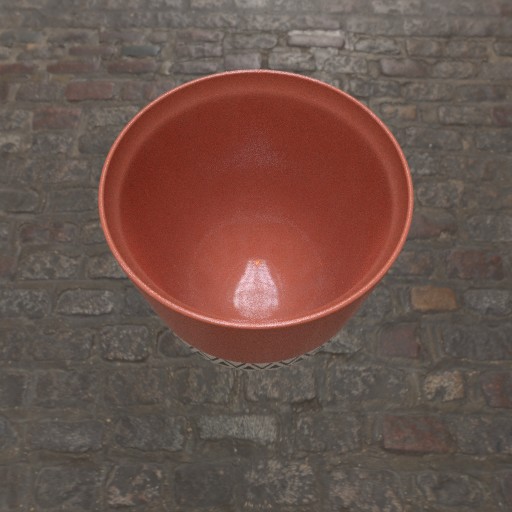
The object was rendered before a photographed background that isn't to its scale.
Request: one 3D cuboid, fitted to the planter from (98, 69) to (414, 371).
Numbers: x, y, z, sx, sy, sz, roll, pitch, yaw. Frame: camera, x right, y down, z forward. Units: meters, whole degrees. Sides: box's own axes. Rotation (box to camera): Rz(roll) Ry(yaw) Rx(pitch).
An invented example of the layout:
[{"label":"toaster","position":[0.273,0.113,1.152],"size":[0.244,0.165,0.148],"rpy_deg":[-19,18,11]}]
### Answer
[{"label":"planter","position":[0.000,0.000,0.371],"size":[0.195,0.214,0.195],"rpy_deg":[0,63,0]}]
